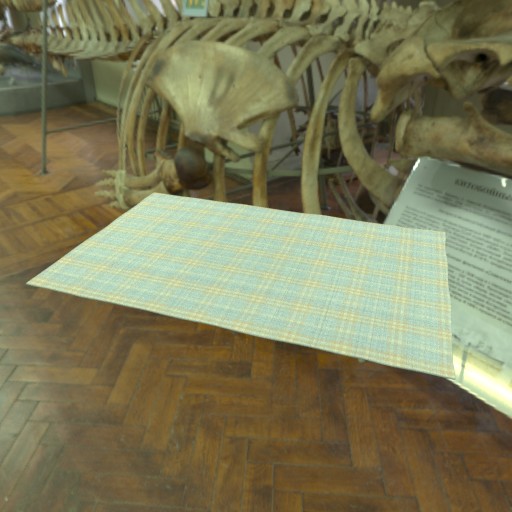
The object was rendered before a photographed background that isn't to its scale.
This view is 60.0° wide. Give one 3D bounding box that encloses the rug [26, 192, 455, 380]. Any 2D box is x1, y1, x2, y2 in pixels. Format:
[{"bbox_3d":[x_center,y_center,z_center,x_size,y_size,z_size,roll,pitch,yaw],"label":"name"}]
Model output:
[{"bbox_3d":[0.000,0.000,3.000,2.460,0.016,1.545,10,32,16],"label":"rug"}]
